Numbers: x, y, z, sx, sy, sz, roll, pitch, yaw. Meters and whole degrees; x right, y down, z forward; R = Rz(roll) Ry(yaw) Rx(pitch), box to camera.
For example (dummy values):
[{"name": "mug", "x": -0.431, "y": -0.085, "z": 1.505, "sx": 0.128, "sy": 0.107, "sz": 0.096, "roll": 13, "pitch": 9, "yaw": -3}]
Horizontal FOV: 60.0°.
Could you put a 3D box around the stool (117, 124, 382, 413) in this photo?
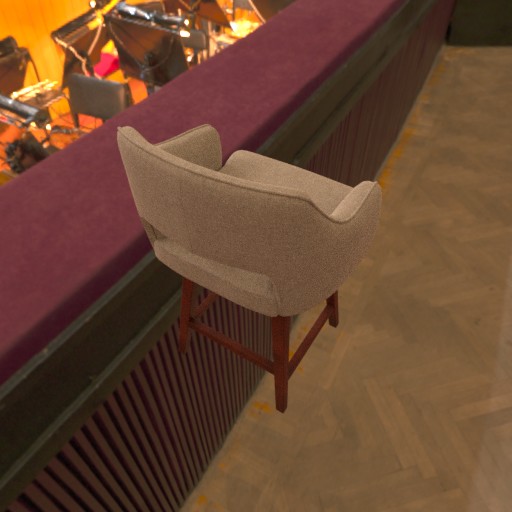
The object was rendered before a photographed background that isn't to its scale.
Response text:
[{"name": "stool", "x": 0.000, "y": 0.000, "z": 1.334, "sx": 0.599, "sy": 0.944, "sz": 0.558, "roll": 24, "pitch": 51, "yaw": 22}]
